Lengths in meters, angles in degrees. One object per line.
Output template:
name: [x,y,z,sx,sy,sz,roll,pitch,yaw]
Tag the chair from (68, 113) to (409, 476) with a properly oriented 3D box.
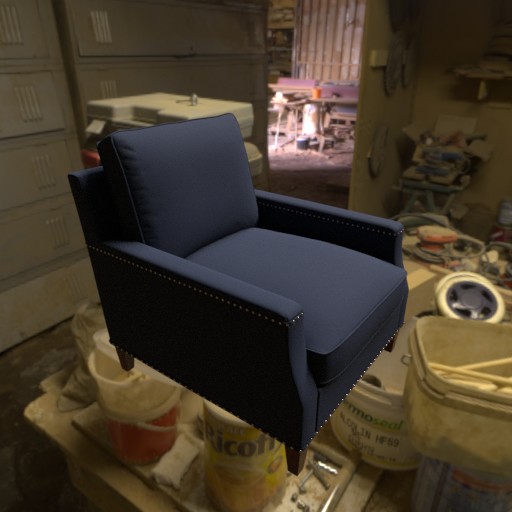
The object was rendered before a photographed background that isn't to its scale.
chair: [0.000,0.000,1.702,1.014,0.943,0.853,18,30,33]
